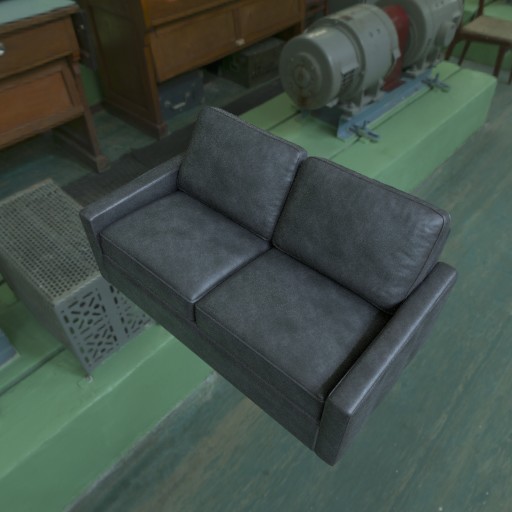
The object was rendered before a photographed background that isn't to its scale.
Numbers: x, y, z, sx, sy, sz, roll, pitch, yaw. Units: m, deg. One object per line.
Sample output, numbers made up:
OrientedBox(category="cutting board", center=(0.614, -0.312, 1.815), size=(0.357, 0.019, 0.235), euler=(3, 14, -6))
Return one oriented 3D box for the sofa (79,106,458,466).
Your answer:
OrientedBox(category="sofa", center=(0.000, 0.000, 2.282), size=(1.732, 0.916, 0.939), euler=(32, 54, 27))
